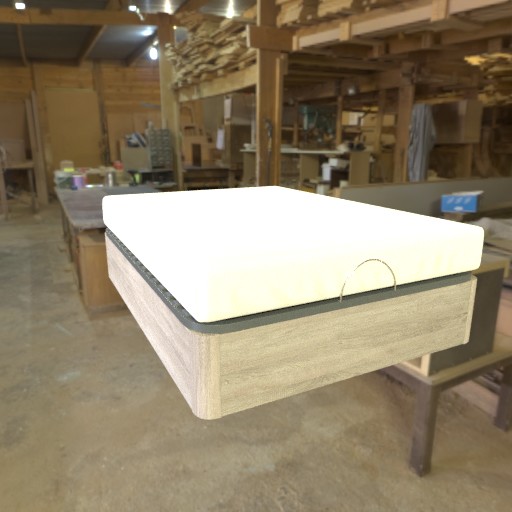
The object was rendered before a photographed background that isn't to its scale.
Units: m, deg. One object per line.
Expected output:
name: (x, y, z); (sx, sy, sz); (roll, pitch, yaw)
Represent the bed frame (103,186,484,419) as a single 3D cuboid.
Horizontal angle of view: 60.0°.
bed frame: (0.000, 0.000, 2.559); (1.400, 0.561, 1.900); (-8, 17, -26)
